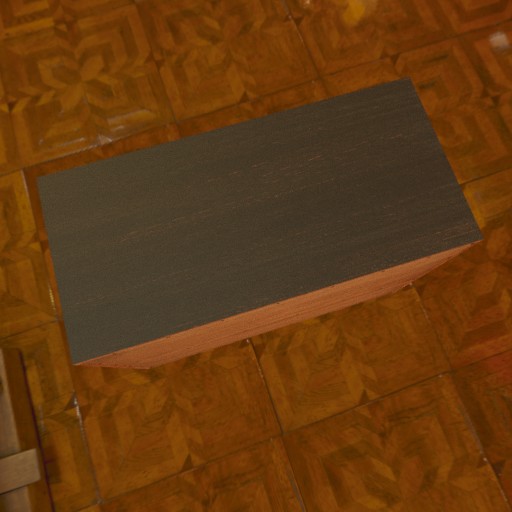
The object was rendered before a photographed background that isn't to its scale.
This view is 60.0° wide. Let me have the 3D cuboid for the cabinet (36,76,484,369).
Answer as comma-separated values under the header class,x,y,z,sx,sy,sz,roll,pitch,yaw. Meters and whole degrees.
class,x,y,z,sx,sy,sz,roll,pitch,yaw
cabinet,0.000,0.000,1.443,0.950,0.860,0.451,-17,76,-4
